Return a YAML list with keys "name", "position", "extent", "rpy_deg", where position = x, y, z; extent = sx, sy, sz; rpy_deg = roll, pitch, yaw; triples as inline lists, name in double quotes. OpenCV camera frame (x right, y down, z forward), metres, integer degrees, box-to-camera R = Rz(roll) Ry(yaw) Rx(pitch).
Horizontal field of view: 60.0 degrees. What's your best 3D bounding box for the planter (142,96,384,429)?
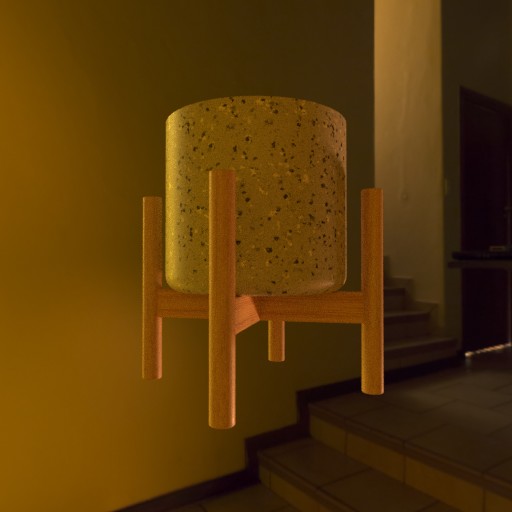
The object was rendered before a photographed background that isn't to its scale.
- name: "planter"
  position: [0.000, 0.000, 0.555]
  extent: [0.284, 0.320, 0.284]
  rpy_deg: [-1, -1, 36]
